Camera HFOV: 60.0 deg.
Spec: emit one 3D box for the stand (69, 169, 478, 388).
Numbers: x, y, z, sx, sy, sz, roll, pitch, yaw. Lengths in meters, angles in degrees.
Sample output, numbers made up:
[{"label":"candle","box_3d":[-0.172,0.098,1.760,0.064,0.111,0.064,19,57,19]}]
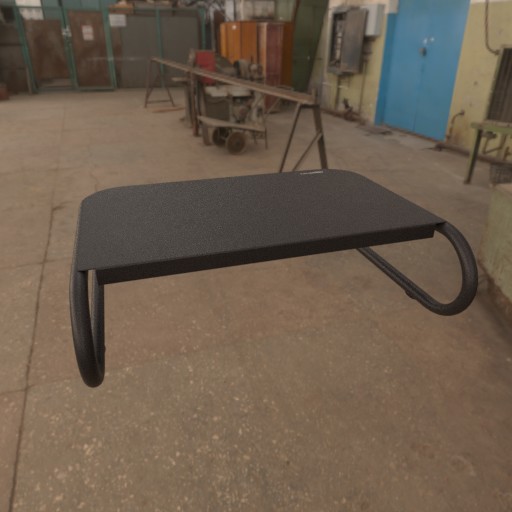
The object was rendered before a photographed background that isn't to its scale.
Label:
[{"label":"stand","box_3d":[0.000,0.000,0.501,0.370,0.108,0.280,-8,28,-15]}]
